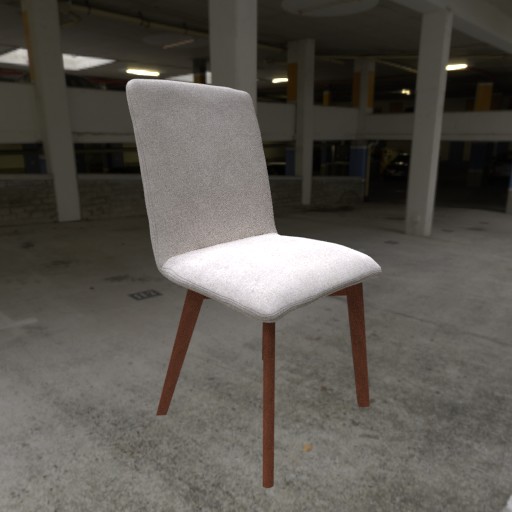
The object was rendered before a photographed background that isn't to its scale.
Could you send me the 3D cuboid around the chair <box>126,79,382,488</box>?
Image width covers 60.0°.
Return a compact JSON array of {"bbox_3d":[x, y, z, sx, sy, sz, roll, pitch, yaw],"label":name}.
[{"bbox_3d":[0.000,0.000,1.288,0.563,0.974,0.522,14,21,42],"label":"chair"}]
